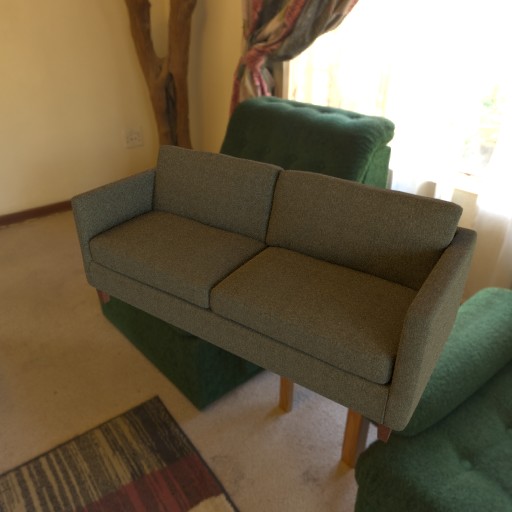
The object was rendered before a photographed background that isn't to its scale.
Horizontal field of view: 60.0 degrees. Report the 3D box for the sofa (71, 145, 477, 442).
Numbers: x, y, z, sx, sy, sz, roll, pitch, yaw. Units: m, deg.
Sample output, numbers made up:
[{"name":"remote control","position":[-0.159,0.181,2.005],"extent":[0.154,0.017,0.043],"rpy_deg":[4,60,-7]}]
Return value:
[{"name":"sofa","position":[0.000,0.000,2.652],"extent":[2.208,0.965,0.948],"rpy_deg":[18,34,29]}]
